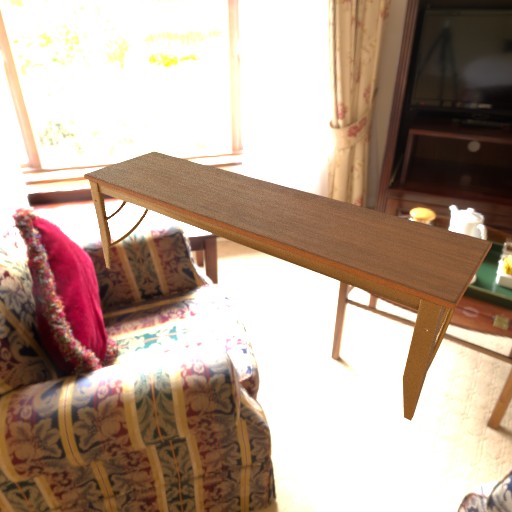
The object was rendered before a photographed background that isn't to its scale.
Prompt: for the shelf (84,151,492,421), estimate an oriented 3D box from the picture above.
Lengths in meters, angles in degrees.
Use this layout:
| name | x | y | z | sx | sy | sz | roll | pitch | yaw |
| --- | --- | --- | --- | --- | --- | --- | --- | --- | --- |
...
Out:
| name | x | y | z | sx | sy | sz | roll | pitch | yaw |
| --- | --- | --- | --- | --- | --- | --- | --- | --- | --- |
| shelf | 0.000 | 0.000 | 0.725 | 0.636 | 0.190 | 0.166 | 21 | 37 | 31 |
